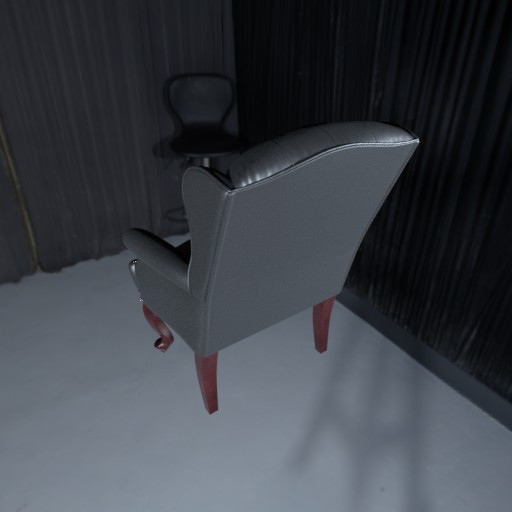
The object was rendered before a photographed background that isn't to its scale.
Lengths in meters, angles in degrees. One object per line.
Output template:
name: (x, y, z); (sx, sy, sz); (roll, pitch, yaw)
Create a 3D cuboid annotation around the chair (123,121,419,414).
chair: (0.000, 0.000, 1.661); (0.838, 1.111, 0.762); (-20, 38, -29)
